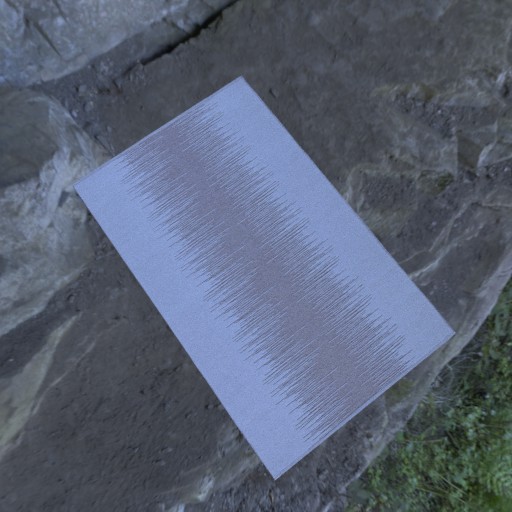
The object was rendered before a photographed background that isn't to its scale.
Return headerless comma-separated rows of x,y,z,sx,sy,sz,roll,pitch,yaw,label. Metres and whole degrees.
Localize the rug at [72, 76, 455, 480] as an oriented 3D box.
0.000,0.000,3.081,1.522,0.012,2.440,-36,79,-8,rug
